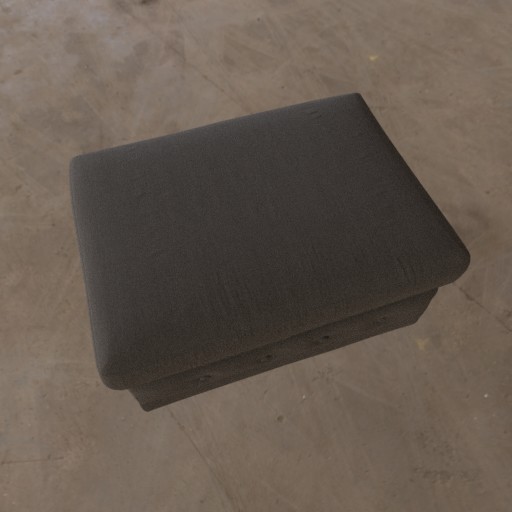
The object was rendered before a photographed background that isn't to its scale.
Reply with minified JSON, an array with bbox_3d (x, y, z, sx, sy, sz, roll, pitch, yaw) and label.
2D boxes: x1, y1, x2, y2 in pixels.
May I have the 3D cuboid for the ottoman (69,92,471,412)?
[{"bbox_3d":[0.000,0.000,1.136,0.771,0.500,0.569,-16,59,-10],"label":"ottoman"}]
